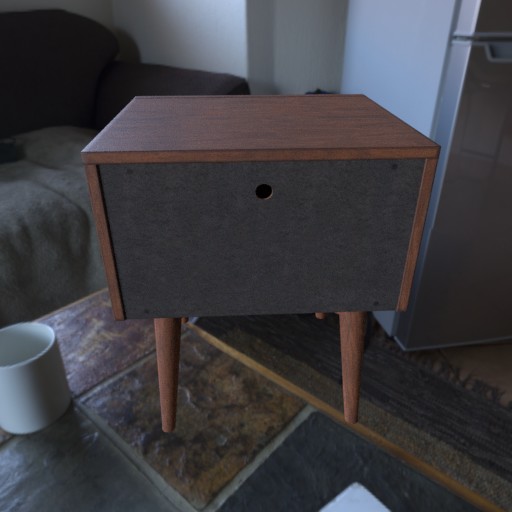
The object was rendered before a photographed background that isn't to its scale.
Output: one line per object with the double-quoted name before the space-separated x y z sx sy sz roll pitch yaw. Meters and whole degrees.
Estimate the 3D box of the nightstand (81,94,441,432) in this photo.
"nightstand" 0.000 0.000 0.980 0.521 0.607 0.445 -2 30 -3
